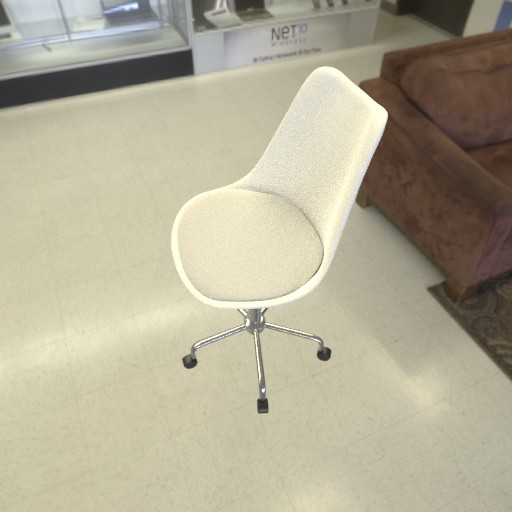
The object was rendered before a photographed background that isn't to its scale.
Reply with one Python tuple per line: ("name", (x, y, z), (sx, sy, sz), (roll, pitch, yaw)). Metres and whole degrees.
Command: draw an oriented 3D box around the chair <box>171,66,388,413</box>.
("chair", (0.000, 0.000, 1.300), (0.550, 0.930, 0.550), (-16, 49, -15))
